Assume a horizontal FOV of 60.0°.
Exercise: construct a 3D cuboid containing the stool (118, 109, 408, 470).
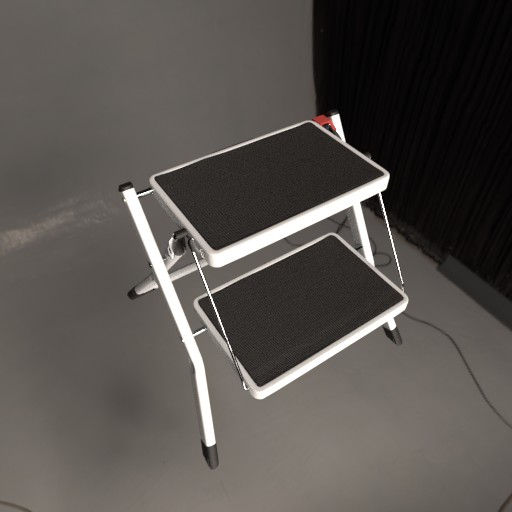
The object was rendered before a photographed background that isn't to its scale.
[{"bbox_3d":[0.000,0.000,0.851,0.485,0.445,0.490,-25,51,-22],"label":"stool"}]
